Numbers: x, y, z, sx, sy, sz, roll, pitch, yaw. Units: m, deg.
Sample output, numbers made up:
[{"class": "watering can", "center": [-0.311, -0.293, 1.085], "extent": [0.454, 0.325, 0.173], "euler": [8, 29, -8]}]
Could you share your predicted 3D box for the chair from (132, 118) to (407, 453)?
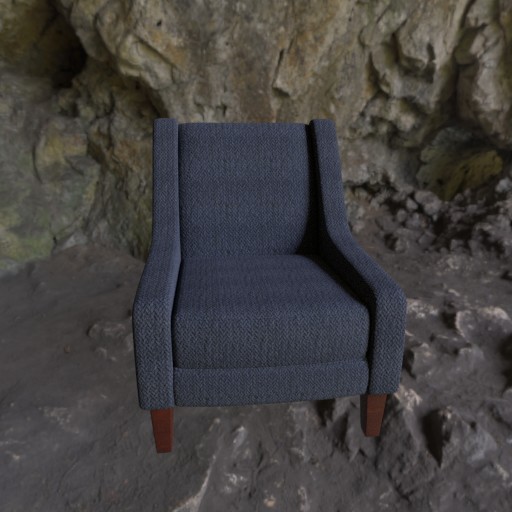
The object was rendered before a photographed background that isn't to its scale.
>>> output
[{"class": "chair", "center": [0.000, 0.000, 1.662], "extent": [0.793, 1.012, 0.944], "euler": [-2, 15, -6]}]
